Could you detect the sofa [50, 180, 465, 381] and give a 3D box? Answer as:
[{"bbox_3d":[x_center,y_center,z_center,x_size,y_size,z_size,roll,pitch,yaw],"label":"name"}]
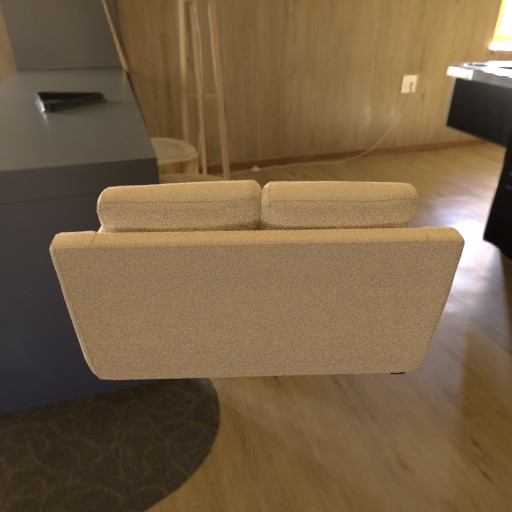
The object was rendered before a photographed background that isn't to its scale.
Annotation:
[{"bbox_3d":[0.000,0.000,2.401,1.744,1.047,1.040,-1,30,-2],"label":"sofa"}]
